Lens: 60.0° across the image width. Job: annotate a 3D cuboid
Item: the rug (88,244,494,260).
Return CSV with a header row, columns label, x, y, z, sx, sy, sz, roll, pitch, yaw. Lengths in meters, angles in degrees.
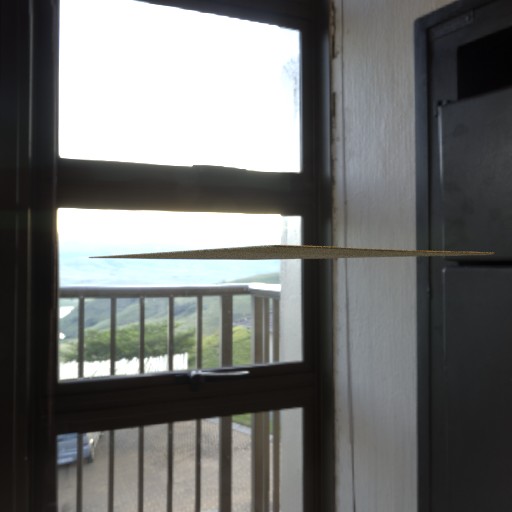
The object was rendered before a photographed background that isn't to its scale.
label,x,y,z,sx,sy,sz,roll,pitch,yaw
rug,0.000,0.000,2.181,1.143,0.010,1.758,1,-2,-36
